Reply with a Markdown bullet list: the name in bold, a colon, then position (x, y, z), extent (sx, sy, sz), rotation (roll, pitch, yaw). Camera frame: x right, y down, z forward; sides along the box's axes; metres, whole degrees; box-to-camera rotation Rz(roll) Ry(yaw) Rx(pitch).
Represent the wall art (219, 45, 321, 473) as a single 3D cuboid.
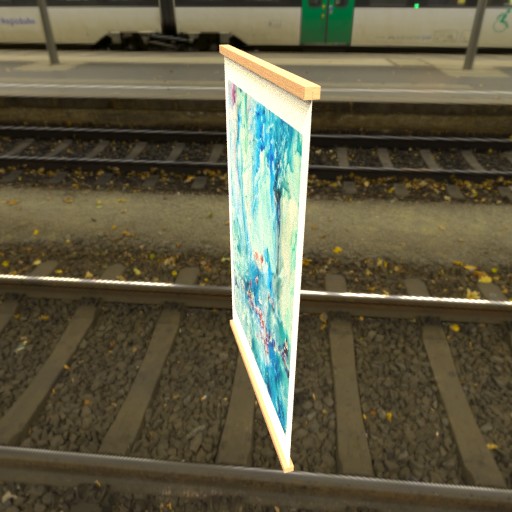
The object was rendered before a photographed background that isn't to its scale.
- **wall art**: position (0.000, 0.000, 1.252), extent (0.027, 1.020, 0.669), rotation (-8, 32, -14)
